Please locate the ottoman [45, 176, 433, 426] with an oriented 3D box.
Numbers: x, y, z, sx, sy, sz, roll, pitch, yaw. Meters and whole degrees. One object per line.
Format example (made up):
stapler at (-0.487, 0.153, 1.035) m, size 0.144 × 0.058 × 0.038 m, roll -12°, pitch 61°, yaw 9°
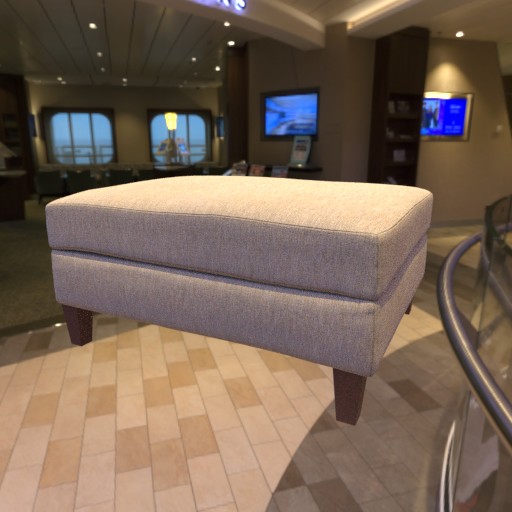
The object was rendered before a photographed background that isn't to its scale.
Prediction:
ottoman at (0.000, 0.000, 1.446) m, size 0.976 × 0.492 × 0.836 m, roll 8°, pitch 17°, yaw 26°
